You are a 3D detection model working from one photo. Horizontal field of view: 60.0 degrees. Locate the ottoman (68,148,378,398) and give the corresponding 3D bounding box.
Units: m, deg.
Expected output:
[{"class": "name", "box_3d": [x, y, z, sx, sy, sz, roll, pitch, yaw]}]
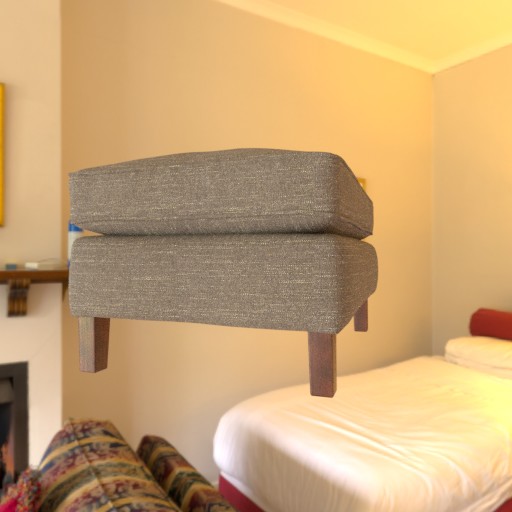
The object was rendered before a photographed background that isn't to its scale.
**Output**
[{"class": "ottoman", "box_3d": [0.000, 0.000, 0.998, 0.508, 0.406, 0.686, 0, 0, 19]}]
